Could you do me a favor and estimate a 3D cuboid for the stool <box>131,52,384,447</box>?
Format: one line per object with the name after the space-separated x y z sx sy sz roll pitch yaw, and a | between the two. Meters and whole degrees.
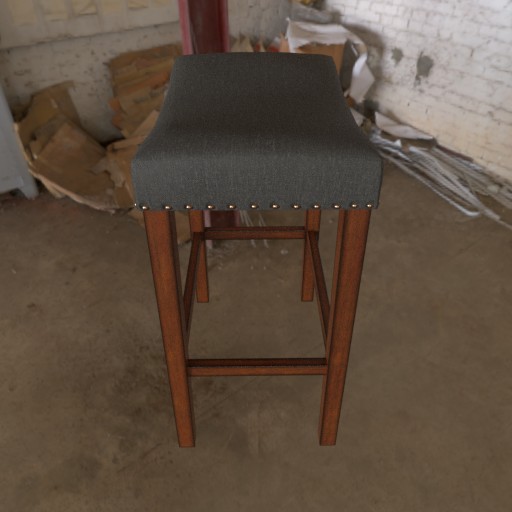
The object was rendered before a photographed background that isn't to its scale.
0.000 0.000 0.992 0.366 0.748 0.502 0 40 -1 | stool
